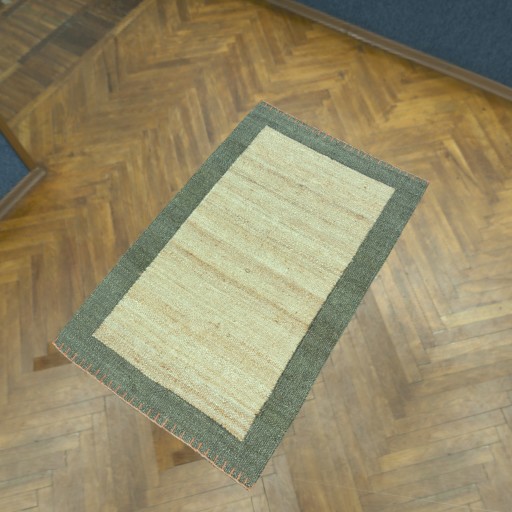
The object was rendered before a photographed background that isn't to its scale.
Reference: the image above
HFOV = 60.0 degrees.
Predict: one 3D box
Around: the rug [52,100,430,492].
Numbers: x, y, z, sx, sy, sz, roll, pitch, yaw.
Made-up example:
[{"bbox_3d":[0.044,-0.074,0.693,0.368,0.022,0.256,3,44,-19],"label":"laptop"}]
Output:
[{"bbox_3d":[0.000,0.000,3.012,1.521,0.006,2.435,31,68,14],"label":"rug"}]
